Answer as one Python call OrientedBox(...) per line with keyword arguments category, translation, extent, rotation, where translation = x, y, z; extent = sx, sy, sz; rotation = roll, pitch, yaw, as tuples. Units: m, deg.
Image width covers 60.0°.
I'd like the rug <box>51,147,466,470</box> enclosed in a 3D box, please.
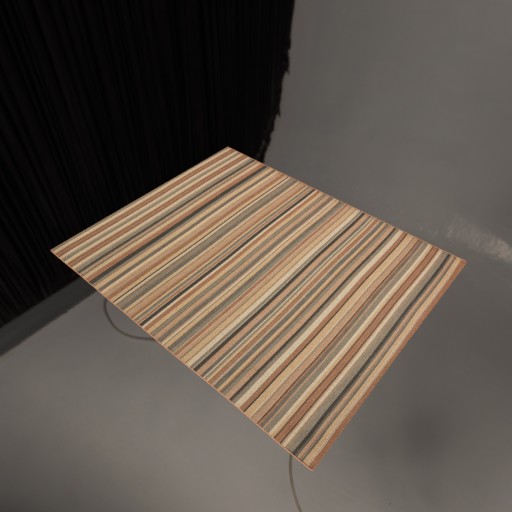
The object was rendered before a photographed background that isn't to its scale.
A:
OrientedBox(category="rug", translation=(0.000, 0.000, 4.139), extent=(3.045, 0.011, 2.436), rotation=(31, 53, 28))
